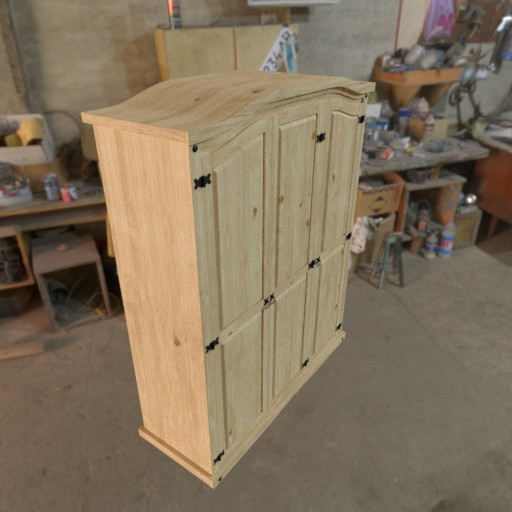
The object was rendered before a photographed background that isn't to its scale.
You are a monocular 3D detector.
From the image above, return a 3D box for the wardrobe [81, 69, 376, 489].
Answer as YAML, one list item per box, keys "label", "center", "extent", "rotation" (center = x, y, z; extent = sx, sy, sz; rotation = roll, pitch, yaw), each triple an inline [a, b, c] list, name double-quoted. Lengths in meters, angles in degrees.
- label: "wardrobe"
  center: [0.000, 0.000, 2.494]
  extent: [0.570, 1.870, 1.500]
  rotation: [19, 34, 31]
